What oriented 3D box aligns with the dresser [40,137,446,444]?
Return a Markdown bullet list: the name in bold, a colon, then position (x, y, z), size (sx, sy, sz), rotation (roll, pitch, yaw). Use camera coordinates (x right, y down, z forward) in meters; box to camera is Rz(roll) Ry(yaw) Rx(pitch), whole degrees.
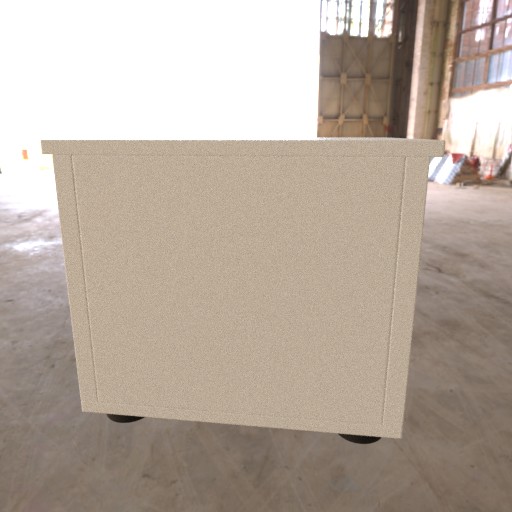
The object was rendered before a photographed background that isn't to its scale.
- **dresser**: position (0.000, 0.000, 0.701), size (0.430, 0.360, 0.400), rotation (2, 15, 7)
